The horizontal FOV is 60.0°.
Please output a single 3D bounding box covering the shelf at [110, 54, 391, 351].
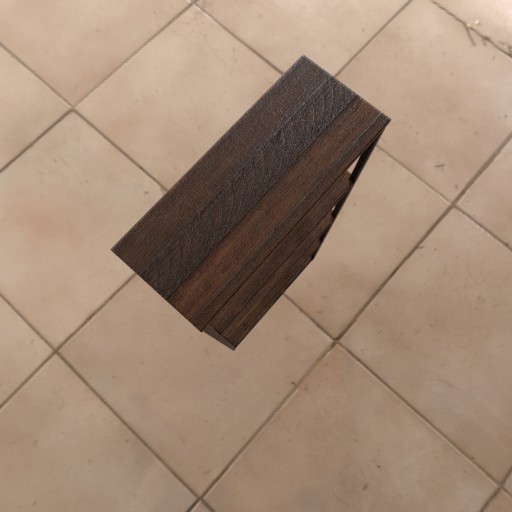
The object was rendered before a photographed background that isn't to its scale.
[{"bbox_3d":[0.000,0.000,2.237,0.359,1.860,0.874,40,80,9],"label":"shelf"}]
